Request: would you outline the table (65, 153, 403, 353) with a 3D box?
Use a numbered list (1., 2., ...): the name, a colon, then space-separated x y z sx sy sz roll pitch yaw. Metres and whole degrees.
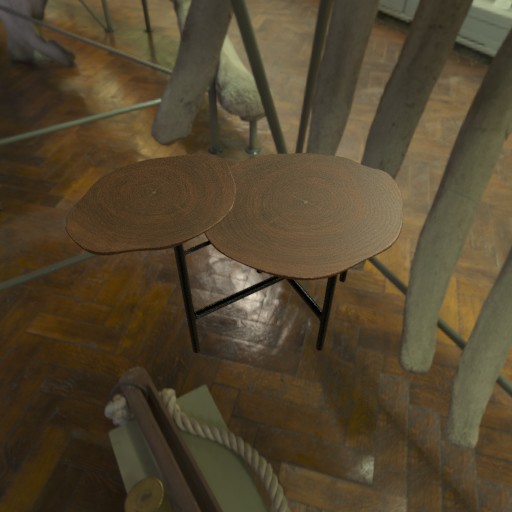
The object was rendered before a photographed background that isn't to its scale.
1. table: 0.000 0.000 1.085 0.759 0.538 0.442 -22 50 -20
